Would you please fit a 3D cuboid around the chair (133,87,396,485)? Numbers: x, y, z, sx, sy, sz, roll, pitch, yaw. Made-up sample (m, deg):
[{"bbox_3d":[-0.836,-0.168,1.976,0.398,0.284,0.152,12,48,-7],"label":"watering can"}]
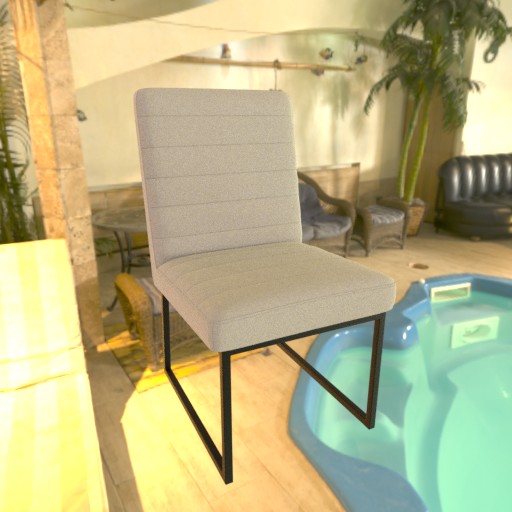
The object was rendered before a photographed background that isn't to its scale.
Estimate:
[{"bbox_3d":[0.000,0.000,1.284,0.520,0.930,0.634,-9,20,-25],"label":"chair"}]
